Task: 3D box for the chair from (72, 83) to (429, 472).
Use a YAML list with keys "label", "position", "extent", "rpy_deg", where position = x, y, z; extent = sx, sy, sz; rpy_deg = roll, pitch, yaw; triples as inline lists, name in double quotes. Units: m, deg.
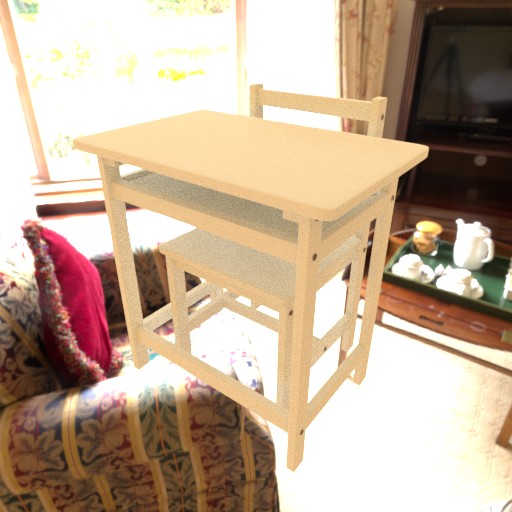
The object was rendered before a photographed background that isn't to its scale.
- label: "chair"
  position: [0.000, 0.000, 1.023]
  extent: [0.599, 0.673, 0.461]
  rpy_deg: [20, 35, 32]
